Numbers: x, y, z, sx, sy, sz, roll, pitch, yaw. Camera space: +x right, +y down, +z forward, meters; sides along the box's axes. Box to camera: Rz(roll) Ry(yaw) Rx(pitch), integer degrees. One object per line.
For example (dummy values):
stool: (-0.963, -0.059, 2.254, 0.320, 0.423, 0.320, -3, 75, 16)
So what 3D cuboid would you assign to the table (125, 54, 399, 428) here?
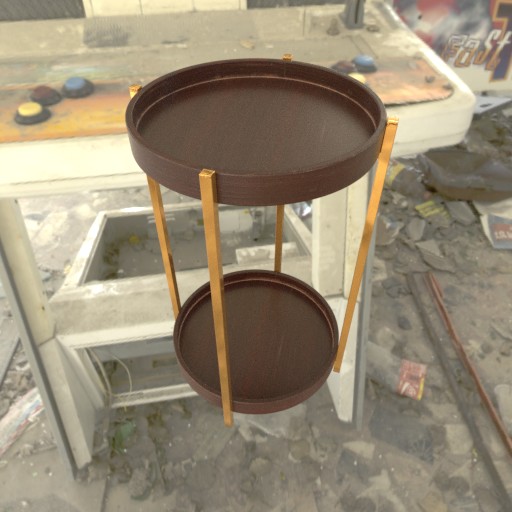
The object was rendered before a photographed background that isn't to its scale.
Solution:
table: (0.000, 0.000, 0.846, 0.400, 0.610, 0.400, 12, 45, 12)
